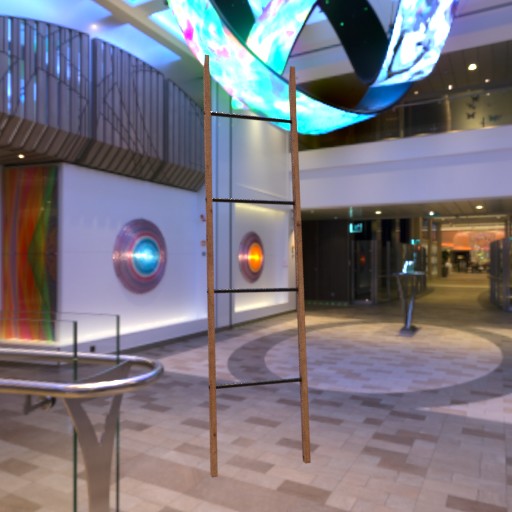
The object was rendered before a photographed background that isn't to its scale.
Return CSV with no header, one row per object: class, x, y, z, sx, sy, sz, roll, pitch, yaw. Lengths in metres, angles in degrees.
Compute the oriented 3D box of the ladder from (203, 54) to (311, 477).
ladder,0.000,0.000,1.965,0.442,1.805,0.200,0,-1,-17
